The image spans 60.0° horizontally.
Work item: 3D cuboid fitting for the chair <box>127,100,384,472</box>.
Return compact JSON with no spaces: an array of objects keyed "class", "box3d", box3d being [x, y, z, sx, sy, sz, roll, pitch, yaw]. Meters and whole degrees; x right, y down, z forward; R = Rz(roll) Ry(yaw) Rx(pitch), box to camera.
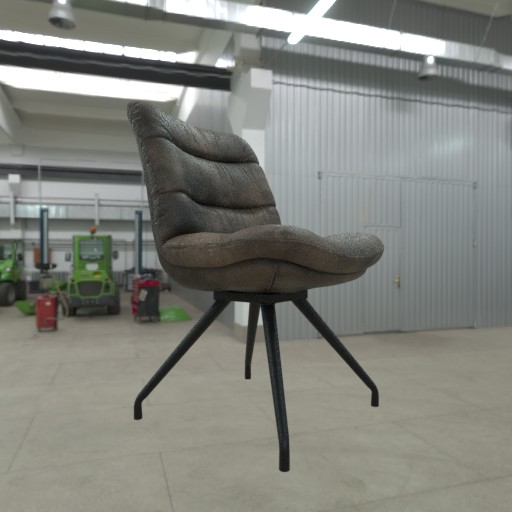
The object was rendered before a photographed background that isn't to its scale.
[{"class":"chair","box3d":[0.000,0.000,1.246,0.622,0.870,0.549,0,0,37]}]
